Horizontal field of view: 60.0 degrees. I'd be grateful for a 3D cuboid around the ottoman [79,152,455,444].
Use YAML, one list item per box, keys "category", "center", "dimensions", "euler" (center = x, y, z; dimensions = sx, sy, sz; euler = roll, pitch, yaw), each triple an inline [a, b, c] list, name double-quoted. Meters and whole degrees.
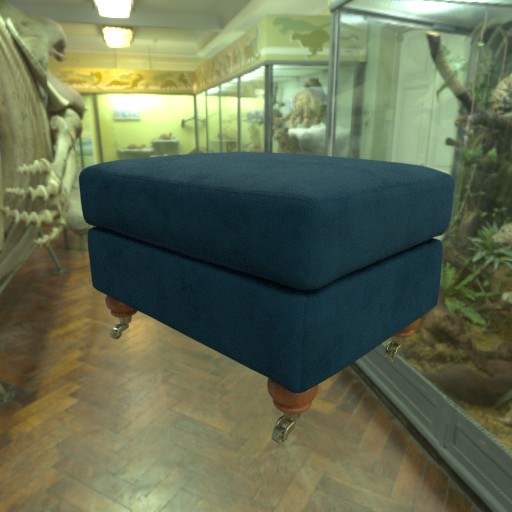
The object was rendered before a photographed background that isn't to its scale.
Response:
- category: "ottoman"
  center: [0.000, 0.000, 1.127]
  dimensions: [0.773, 0.503, 0.572]
  euler: [15, 22, 42]
